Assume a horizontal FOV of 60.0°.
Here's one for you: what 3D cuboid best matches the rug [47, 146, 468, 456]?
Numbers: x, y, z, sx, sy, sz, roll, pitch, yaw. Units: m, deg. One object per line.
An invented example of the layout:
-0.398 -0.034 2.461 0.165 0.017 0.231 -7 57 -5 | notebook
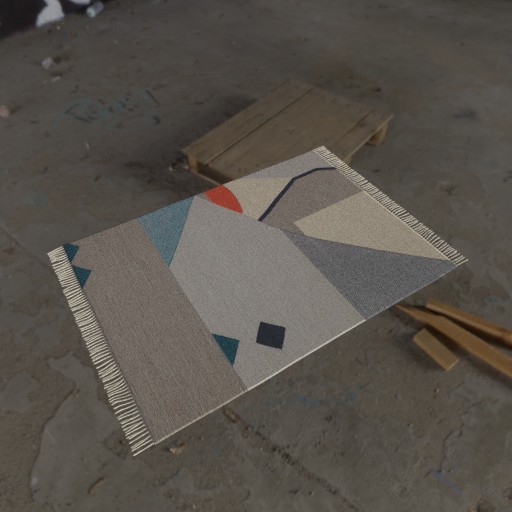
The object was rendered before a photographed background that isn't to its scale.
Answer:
0.000 0.000 2.299 1.828 0.005 1.220 -25 52 -21 | rug
